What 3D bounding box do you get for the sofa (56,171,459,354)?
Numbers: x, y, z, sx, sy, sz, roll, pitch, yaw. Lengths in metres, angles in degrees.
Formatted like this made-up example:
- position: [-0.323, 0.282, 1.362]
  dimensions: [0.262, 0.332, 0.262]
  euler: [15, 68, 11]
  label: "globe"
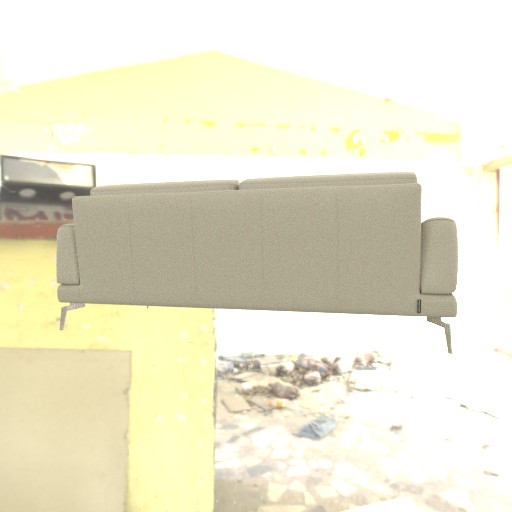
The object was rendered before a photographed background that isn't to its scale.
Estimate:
- position: [0.000, 0.000, 2.427]
  dimensions: [1.940, 0.765, 0.974]
  euler: [0, 1, 16]
  label: "sofa"
